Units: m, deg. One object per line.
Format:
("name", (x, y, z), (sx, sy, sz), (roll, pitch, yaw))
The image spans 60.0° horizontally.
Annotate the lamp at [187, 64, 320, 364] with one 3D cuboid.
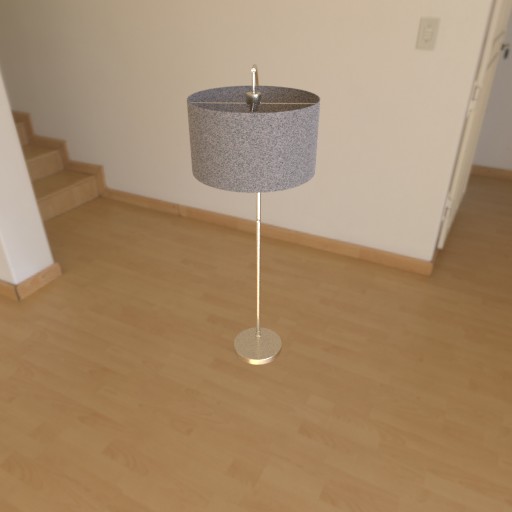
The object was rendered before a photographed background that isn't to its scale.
("lamp", (0.000, 0.000, 2.116), (0.452, 1.735, 0.934), (1, 31, 2))
